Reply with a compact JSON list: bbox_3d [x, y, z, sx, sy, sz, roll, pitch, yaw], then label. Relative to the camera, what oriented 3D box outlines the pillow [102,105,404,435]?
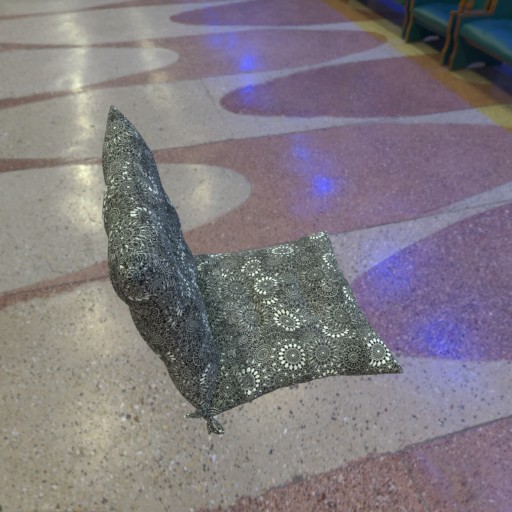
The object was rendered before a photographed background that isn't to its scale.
[{"bbox_3d":[0.000,0.000,0.991,0.585,0.536,0.541,-11,46,-10],"label":"pillow"}]
